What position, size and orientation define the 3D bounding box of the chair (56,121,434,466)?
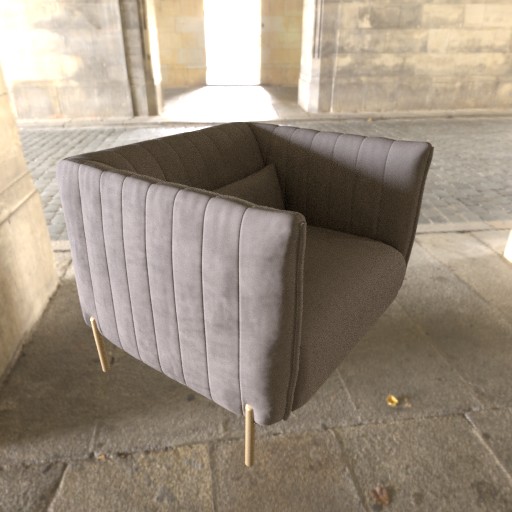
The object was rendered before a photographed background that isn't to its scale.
[{"bbox_3d":[0.000,0.000,1.587,0.873,0.779,0.981,18,31,32],"label":"chair"}]
